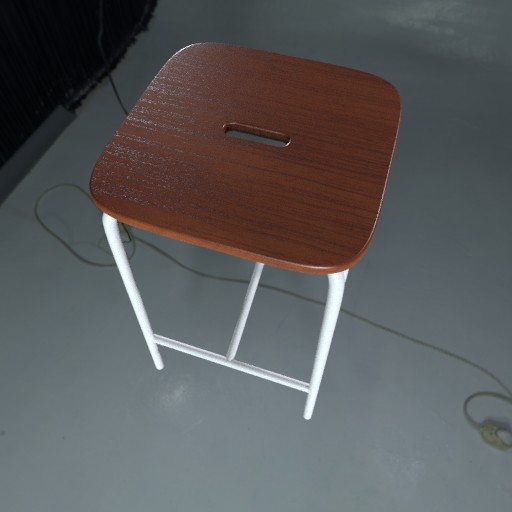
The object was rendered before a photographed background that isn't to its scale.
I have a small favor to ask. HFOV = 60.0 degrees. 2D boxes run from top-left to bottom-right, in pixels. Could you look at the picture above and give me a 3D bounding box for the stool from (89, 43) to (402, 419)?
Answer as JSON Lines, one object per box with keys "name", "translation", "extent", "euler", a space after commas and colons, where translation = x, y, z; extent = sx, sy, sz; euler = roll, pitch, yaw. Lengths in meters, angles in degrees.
{"name": "stool", "translation": [0.000, 0.000, 0.844], "extent": [0.376, 0.610, 0.376], "euler": [16, 59, 10]}
